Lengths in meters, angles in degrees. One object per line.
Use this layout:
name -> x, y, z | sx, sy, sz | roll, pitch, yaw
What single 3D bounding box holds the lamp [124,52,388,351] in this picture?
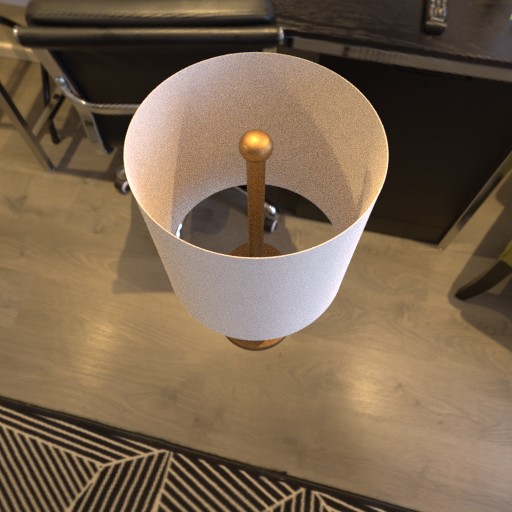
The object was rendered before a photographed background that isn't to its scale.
lamp -> 0.000, 0.000, 0.532 | 0.210, 0.410, 0.210 | -15, 64, -8
